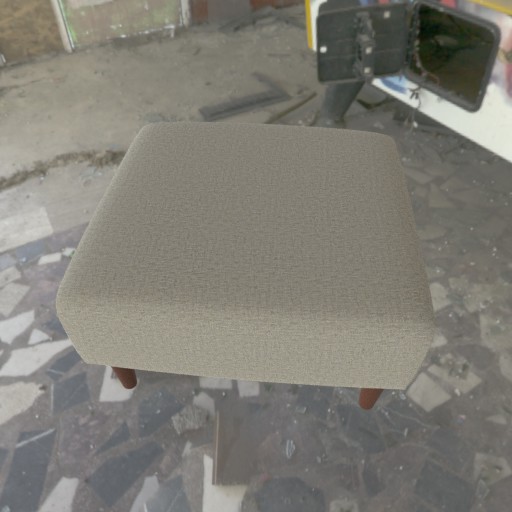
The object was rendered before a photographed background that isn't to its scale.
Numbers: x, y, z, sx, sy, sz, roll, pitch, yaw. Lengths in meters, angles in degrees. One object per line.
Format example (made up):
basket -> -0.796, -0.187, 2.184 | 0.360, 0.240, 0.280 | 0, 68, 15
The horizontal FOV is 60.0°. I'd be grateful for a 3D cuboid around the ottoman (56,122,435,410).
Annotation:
ottoman -> 0.000, 0.000, 1.063 | 0.655, 0.399, 0.648 | 4, 46, 4
